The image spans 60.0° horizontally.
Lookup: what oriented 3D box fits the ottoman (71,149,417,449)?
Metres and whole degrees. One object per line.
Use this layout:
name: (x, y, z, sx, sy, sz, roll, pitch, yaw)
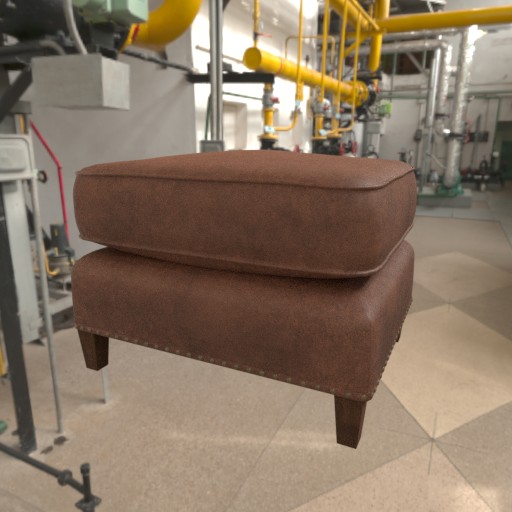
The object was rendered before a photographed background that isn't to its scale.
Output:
ottoman: (0.000, 0.000, 1.149, 0.738, 0.537, 0.589, 7, 17, 25)
